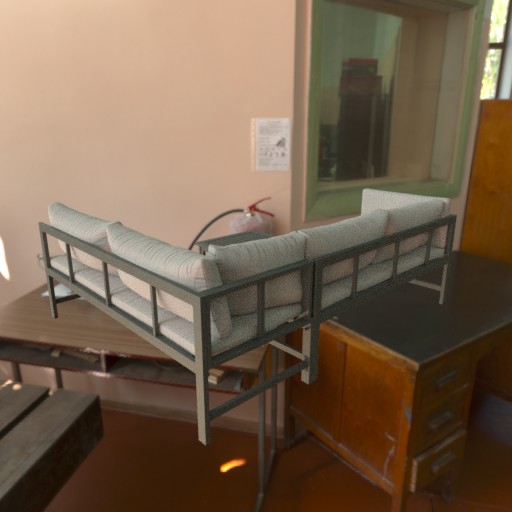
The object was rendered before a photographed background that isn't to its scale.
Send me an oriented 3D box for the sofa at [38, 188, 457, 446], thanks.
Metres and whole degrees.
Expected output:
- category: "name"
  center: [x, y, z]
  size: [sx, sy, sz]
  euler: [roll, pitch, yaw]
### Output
- category: "sofa"
  center: [0.000, 0.000, 2.890]
  size: [2.096, 0.758, 1.658]
  euler: [-15, 23, -41]
